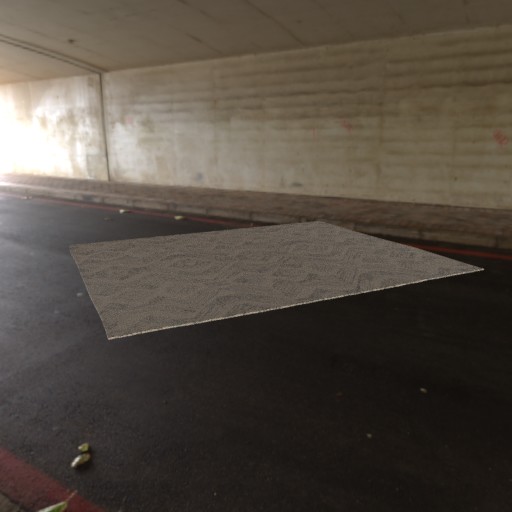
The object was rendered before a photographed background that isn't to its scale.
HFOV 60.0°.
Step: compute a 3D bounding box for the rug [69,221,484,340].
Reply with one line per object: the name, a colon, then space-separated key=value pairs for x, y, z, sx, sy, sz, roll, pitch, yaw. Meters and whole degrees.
rug: x=0.000 y=0.000 z=4.097 sx=3.054 sy=0.030 sz=2.430 roll=-7 pitch=17 yaw=-25
